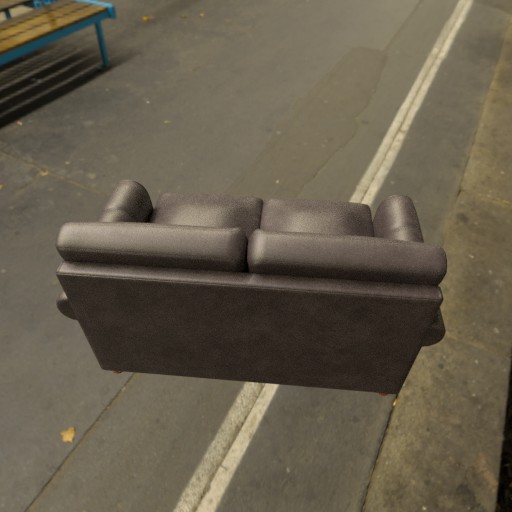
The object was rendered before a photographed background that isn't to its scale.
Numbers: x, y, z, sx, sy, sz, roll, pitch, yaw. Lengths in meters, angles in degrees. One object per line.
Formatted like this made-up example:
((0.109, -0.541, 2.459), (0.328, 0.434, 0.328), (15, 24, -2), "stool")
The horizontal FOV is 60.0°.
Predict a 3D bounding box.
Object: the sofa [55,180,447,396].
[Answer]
((0.000, 0.000, 2.307), (1.663, 0.979, 1.030), (4, 46, 4), "sofa")
